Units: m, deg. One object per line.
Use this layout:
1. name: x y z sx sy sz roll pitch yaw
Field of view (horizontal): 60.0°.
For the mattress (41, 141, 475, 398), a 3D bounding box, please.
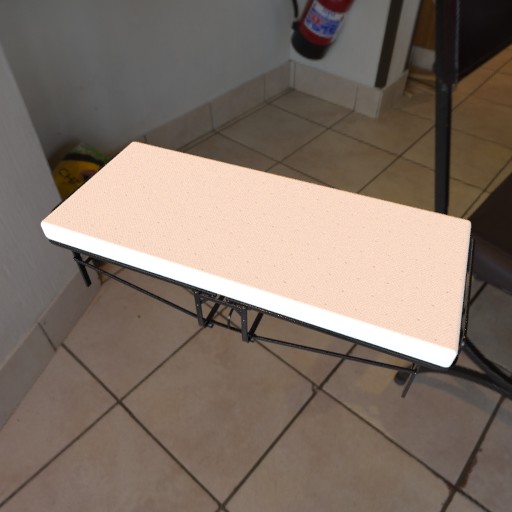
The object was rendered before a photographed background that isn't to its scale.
1. mattress: 0.000 0.000 2.493 2.153 0.519 0.922 16 48 15
